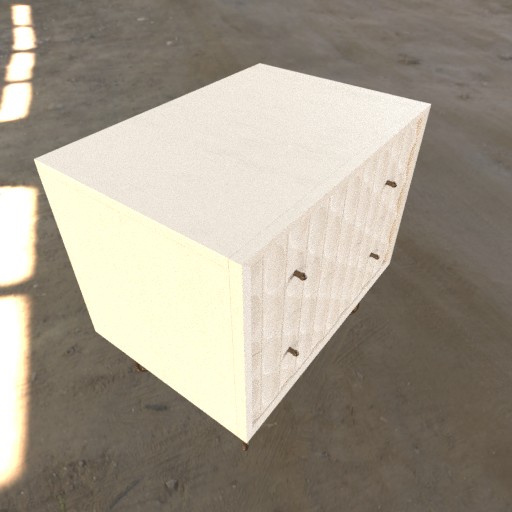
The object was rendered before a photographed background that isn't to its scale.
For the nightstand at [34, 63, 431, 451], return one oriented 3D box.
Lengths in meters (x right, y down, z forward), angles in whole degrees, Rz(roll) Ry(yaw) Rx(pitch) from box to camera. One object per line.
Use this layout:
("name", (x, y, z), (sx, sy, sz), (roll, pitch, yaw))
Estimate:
("nightstand", (0.000, 0.000, 1.000), (0.447, 0.604, 0.614), (26, 47, 27))
